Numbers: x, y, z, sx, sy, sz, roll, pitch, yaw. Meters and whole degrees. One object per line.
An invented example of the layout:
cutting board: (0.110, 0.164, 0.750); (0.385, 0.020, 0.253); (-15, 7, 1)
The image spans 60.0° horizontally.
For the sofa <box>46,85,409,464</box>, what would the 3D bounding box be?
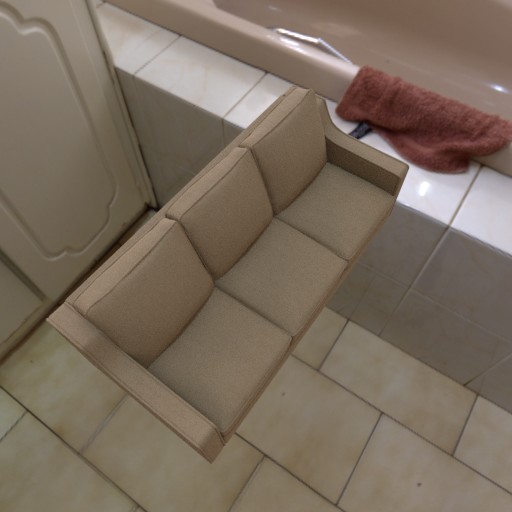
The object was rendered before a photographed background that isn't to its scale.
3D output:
sofa: (0.000, 0.000, 2.552); (0.911, 0.974, 1.986); (32, 64, 18)
